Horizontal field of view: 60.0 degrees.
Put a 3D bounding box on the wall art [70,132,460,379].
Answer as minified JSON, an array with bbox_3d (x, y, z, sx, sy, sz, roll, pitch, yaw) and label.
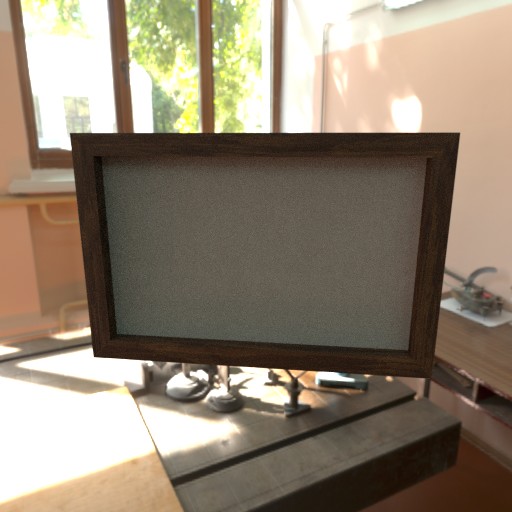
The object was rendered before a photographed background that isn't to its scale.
[{"bbox_3d":[0.000,0.000,0.756,0.609,0.405,0.035,2,15,7],"label":"wall art"}]
